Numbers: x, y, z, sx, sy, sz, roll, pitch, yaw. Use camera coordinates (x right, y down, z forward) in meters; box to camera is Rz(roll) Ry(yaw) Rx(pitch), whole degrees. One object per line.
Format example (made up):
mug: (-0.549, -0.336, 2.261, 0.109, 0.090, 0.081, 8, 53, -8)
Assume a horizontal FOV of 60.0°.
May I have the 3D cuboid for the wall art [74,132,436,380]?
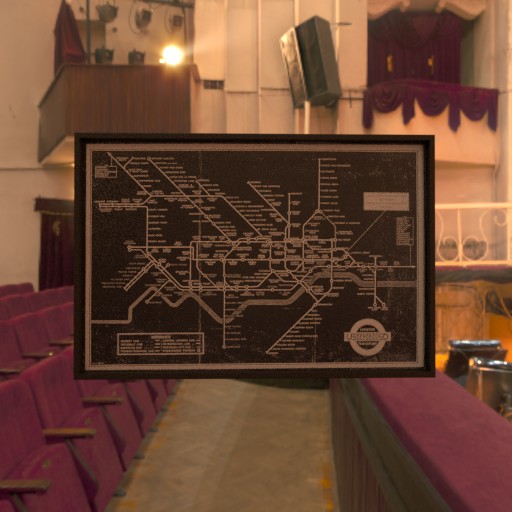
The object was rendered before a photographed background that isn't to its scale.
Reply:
wall art: (0.000, 0.000, 0.847, 0.671, 0.456, 0.051, 0, 0, -1)
